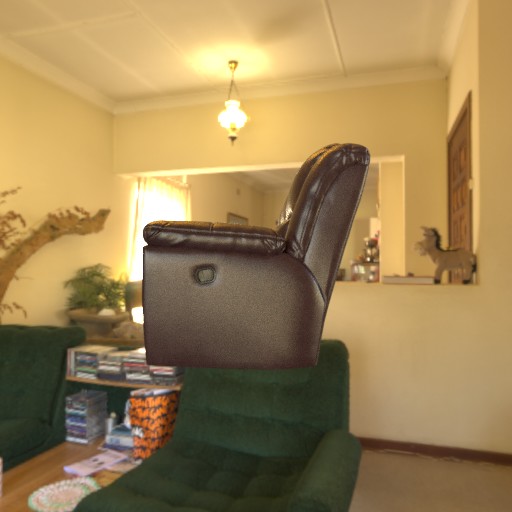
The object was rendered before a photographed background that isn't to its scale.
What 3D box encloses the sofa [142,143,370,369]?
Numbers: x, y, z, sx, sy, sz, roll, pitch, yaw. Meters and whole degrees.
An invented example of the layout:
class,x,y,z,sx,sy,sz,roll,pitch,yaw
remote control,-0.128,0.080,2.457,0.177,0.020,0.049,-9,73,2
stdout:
class,x,y,z,sx,sy,sz,roll,pitch,yaw
sofa,0.000,0.000,2.923,0.991,1.043,2.337,0,-1,1
